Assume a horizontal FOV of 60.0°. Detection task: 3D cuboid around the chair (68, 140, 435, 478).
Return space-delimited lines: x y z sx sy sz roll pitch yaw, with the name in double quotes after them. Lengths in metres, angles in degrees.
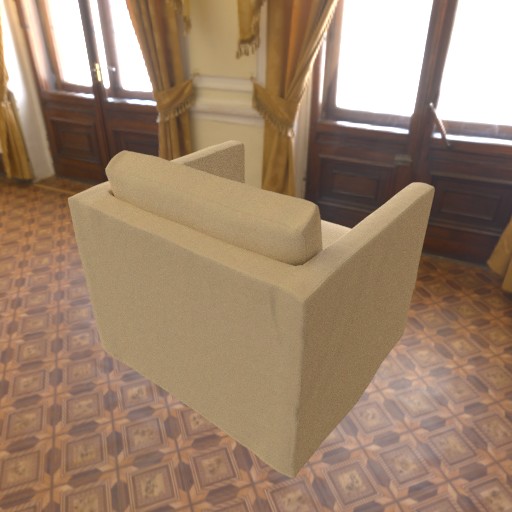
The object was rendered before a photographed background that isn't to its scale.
0.000 0.000 1.775 1.057 0.851 0.947 22 37 32 "chair"
